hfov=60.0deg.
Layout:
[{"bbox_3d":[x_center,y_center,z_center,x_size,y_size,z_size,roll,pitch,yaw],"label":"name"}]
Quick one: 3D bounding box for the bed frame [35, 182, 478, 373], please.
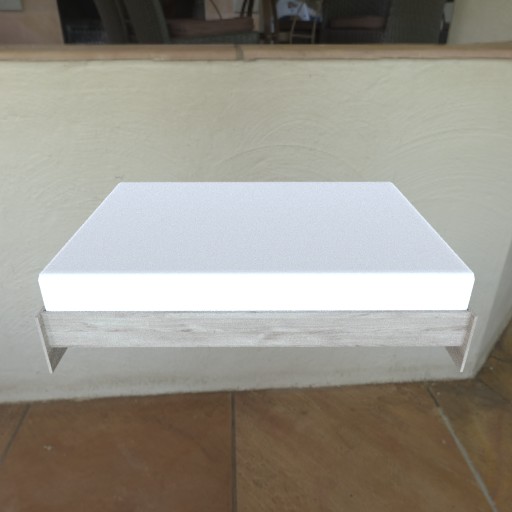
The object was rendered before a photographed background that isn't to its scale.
[{"bbox_3d":[0.000,0.000,2.620,1.945,0.497,1.445,0,27,0],"label":"bed frame"}]
